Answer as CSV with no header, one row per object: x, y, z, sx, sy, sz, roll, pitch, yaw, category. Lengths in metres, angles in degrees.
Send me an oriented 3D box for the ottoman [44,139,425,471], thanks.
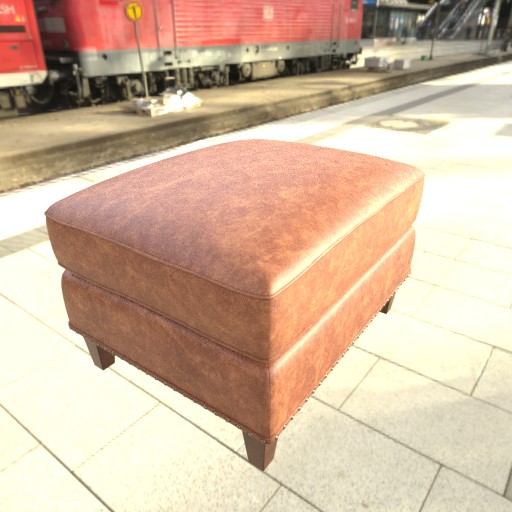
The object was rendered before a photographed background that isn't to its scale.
0.000,0.000,1.104,0.586,0.486,0.742,18,33,31,ottoman
